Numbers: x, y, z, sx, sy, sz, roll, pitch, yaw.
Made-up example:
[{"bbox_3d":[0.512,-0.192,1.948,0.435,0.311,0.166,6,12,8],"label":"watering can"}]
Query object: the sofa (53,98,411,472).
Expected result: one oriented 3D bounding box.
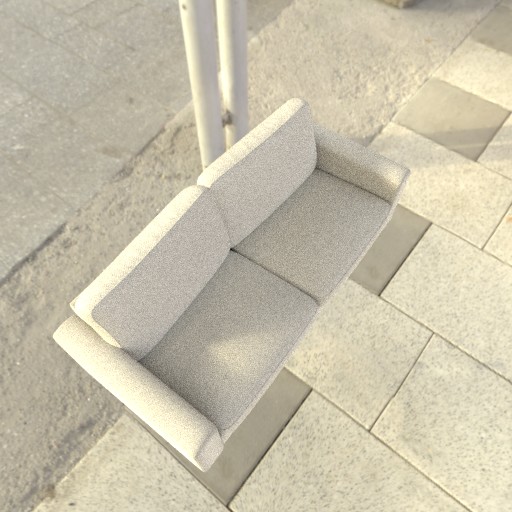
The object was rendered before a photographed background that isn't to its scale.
[{"bbox_3d":[0.000,0.000,2.691,1.016,0.873,2.179,32,63,19],"label":"sofa"}]
